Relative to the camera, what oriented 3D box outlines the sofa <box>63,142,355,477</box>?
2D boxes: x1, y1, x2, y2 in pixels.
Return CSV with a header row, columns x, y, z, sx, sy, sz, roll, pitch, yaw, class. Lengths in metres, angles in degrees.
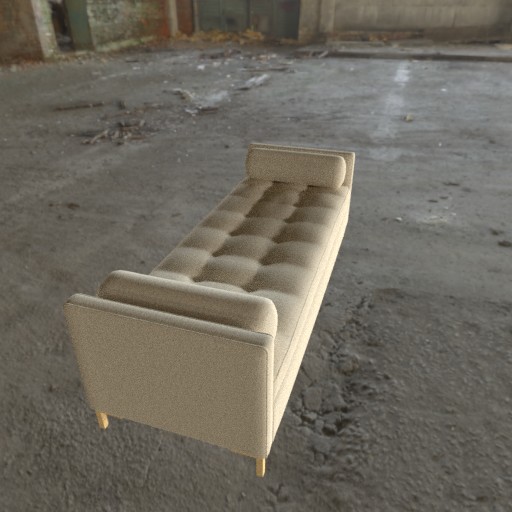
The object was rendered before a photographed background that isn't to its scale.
x,y,z,sx,sy,sz,roll,pitch,yaw,class
0.000,0.000,2.329,0.746,0.641,1.985,9,32,16,sofa
